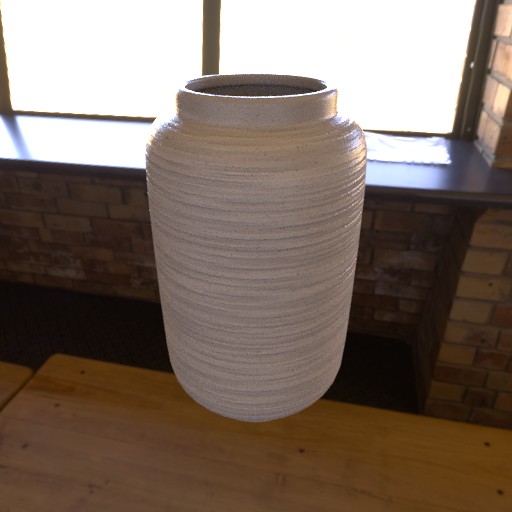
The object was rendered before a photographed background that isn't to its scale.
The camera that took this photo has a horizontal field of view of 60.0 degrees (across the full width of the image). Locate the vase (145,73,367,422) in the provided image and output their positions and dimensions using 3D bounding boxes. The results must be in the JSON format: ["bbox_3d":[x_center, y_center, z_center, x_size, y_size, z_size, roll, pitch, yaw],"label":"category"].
[{"bbox_3d":[0.000,0.000,0.458,0.202,0.335,0.202,0,30,0],"label":"vase"}]
